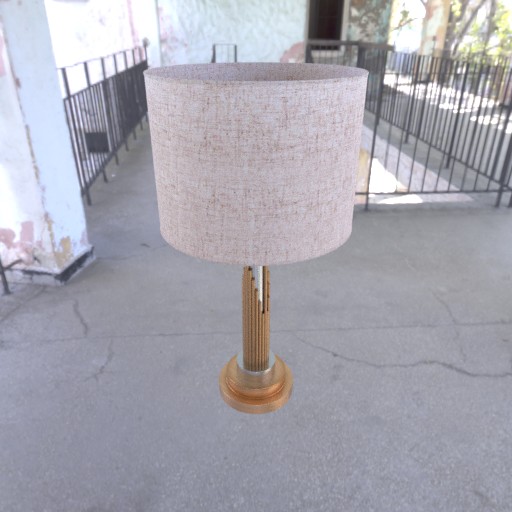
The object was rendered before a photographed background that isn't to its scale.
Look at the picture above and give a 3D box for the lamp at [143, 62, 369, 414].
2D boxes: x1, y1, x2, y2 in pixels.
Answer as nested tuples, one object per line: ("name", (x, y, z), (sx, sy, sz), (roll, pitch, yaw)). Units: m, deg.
("lamp", (0.000, 0.000, 0.785), (0.321, 0.610, 0.321), (8, 28, 15))
